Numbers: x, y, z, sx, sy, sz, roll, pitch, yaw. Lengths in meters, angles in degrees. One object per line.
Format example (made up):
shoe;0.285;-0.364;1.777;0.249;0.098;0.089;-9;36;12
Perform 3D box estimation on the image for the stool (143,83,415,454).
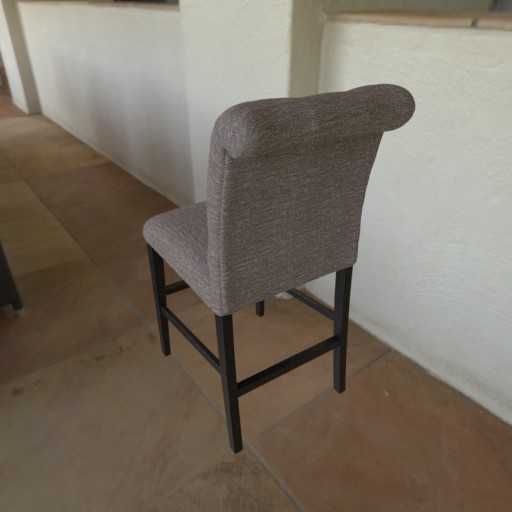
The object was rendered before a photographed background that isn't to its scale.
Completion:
stool;0.000;0.000;1.280;0.457;0.970;0.611;-19;35;-29
